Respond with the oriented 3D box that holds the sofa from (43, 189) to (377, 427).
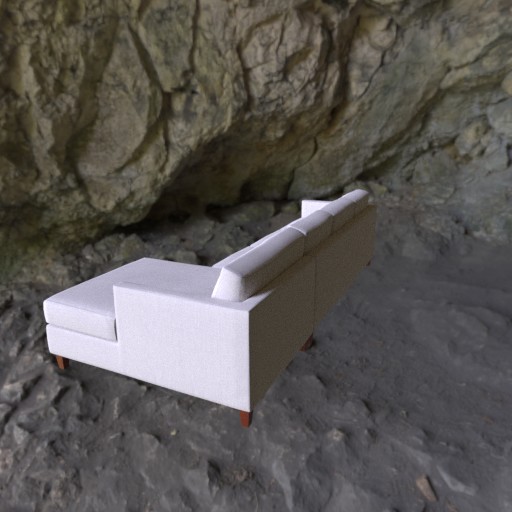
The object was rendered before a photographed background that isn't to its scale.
[{"bbox_3d":[0.000,0.000,4.175,1.599,0.954,3.471,8,18,24],"label":"sofa"}]
